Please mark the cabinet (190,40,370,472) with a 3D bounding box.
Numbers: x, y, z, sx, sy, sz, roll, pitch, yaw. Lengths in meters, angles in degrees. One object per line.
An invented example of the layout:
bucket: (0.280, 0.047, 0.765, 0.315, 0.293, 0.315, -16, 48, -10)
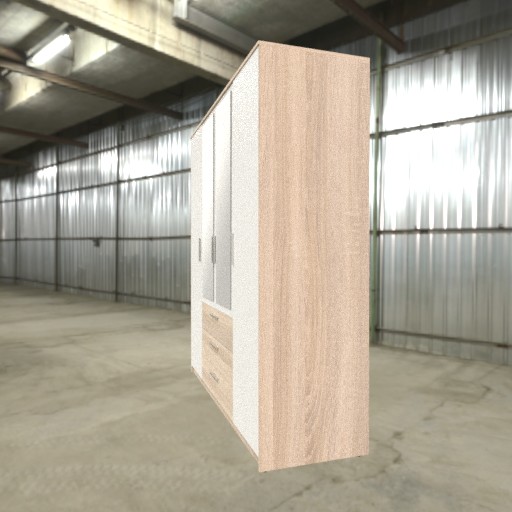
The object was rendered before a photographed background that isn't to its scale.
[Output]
cabinet: (0.000, 0.000, 3.088, 0.620, 2.060, 1.870, 0, 1, -18)
